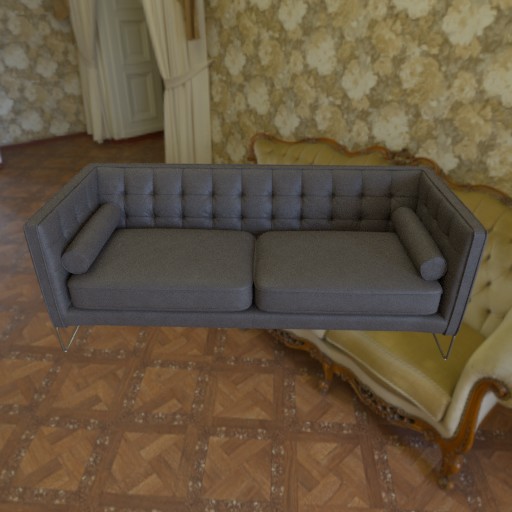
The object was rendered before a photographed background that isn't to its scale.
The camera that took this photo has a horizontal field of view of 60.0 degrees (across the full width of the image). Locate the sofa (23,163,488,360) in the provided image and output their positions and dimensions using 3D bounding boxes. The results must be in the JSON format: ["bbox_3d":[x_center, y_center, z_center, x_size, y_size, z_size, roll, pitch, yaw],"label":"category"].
[{"bbox_3d":[0.000,0.000,2.491,2.087,0.789,0.867,1,31,2],"label":"sofa"}]
